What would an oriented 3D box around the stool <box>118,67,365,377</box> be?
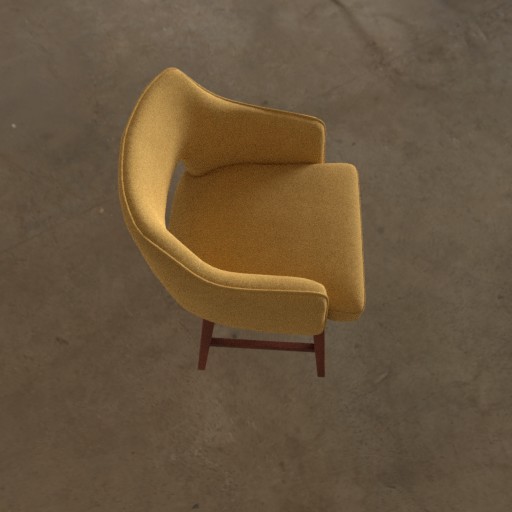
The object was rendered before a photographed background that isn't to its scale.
[{"bbox_3d":[0.000,0.000,1.324,0.558,1.012,0.548,3,63,2],"label":"stool"}]
